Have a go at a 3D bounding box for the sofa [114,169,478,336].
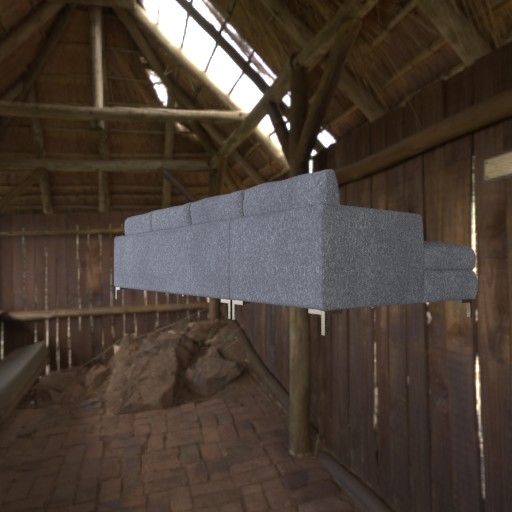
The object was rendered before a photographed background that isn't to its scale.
[{"bbox_3d":[0.000,0.000,3.569,1.350,0.810,2.932,1,-2,-36],"label":"sofa"}]
